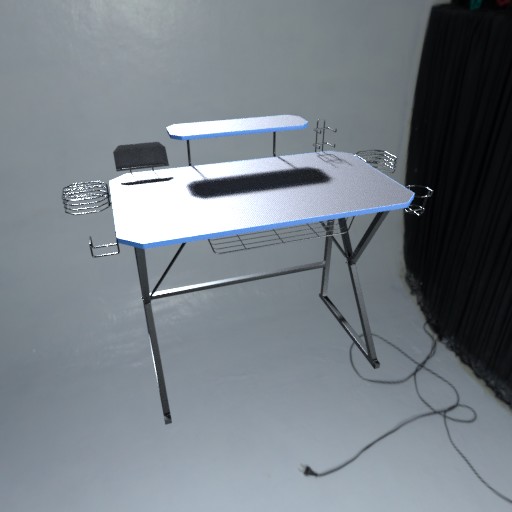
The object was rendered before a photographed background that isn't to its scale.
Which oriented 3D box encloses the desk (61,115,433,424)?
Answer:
[{"bbox_3d":[0.000,0.000,1.715,1.295,0.909,0.594,-10,33,-16],"label":"desk"}]
